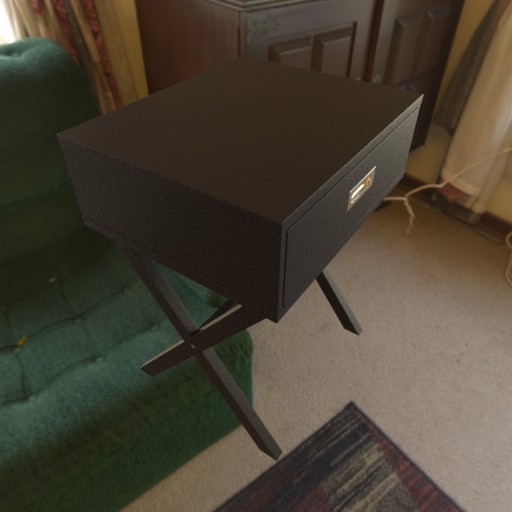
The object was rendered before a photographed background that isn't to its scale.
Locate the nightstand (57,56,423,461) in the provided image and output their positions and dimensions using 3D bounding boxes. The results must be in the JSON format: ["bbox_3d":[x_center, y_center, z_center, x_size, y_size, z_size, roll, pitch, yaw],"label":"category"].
[{"bbox_3d":[0.000,0.000,0.934,0.402,0.623,0.479,24,46,26],"label":"nightstand"}]
